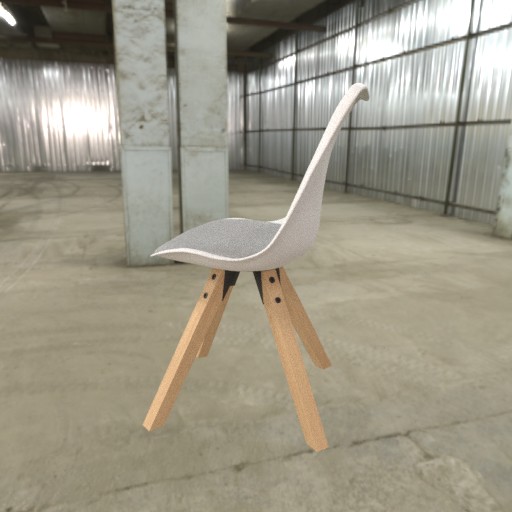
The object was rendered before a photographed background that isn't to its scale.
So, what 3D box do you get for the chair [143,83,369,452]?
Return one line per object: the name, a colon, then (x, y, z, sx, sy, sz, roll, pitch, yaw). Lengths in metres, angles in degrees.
chair: (0.000, 0.000, 1.212, 0.550, 0.850, 0.485, 3, 15, 10)
